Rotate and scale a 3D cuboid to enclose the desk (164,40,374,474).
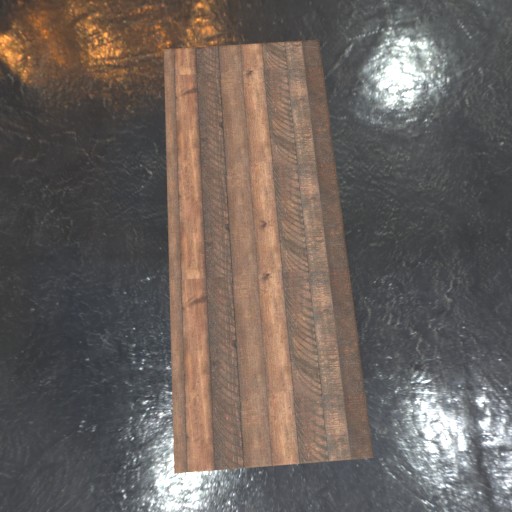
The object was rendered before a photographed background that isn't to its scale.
[{"bbox_3d":[0.000,0.000,1.925,0.617,0.753,1.538,-4,75,-1],"label":"desk"}]
